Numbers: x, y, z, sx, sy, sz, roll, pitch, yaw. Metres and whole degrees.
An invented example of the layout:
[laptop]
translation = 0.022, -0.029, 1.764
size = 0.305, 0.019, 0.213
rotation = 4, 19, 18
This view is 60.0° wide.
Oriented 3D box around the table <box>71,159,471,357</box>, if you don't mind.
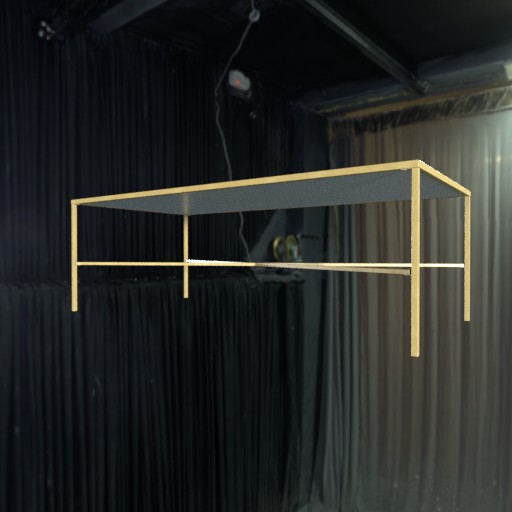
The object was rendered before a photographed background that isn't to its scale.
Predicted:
[table]
translation = 0.000, 0.000, 1.475
size = 1.206, 0.398, 0.580
rotation = 0, 1, 35
